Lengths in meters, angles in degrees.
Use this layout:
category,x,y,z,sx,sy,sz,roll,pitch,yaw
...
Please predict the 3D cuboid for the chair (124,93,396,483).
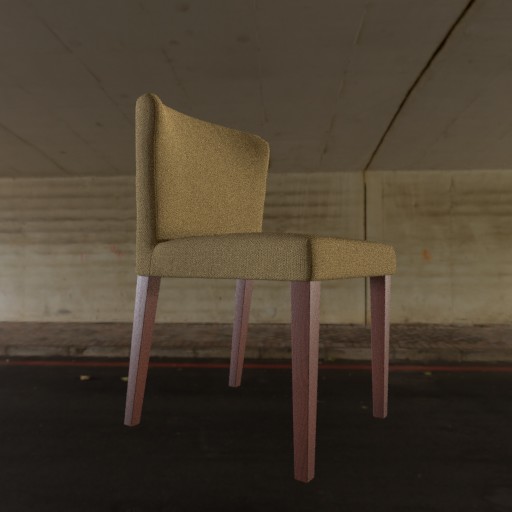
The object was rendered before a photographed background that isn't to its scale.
category,x,y,z,sx,sy,sz,roll,pitch,yaw
chair,0.000,0.000,1.144,0.589,0.839,0.491,0,-1,35
